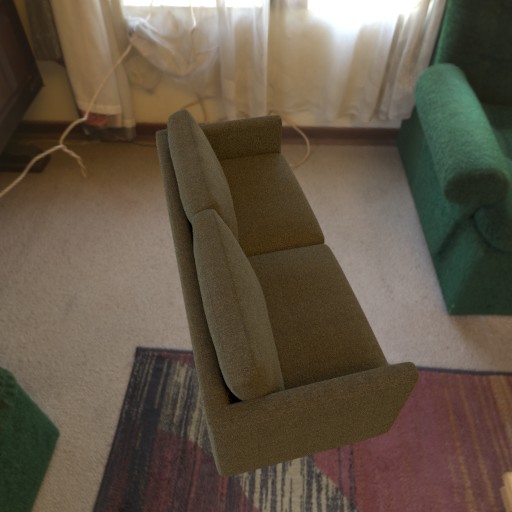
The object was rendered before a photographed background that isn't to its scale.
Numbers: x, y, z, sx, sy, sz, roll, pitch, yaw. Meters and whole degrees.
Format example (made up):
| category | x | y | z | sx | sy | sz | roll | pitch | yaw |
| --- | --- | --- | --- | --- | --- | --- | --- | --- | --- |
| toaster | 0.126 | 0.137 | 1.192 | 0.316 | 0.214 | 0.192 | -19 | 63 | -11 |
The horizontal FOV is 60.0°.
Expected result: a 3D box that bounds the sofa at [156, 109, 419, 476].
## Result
| category | x | y | z | sx | sy | sz | roll | pitch | yaw |
| --- | --- | --- | --- | --- | --- | --- | --- | --- | --- |
| sofa | 0.000 | 0.000 | 2.714 | 0.948 | 0.965 | 2.208 | -11 | 49 | -9 |
